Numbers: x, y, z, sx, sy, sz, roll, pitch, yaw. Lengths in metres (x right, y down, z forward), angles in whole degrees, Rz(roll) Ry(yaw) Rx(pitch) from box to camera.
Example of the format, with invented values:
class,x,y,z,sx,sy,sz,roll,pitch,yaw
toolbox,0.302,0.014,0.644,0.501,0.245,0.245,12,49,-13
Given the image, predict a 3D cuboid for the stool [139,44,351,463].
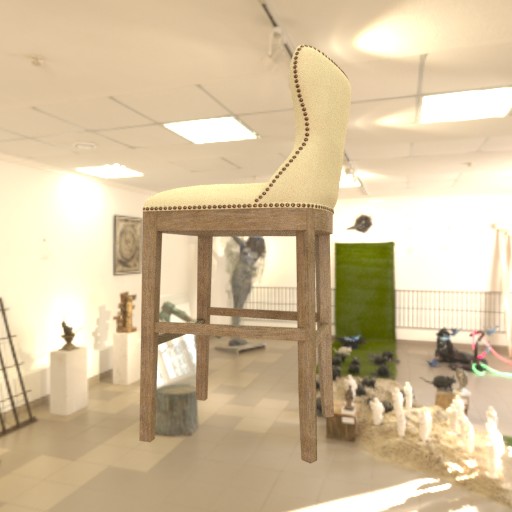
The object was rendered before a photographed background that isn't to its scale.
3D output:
class,x,y,z,sx,sy,sz,roll,pitch,yaw
stool,0.000,0.000,1.447,0.606,1.123,0.494,0,0,18
